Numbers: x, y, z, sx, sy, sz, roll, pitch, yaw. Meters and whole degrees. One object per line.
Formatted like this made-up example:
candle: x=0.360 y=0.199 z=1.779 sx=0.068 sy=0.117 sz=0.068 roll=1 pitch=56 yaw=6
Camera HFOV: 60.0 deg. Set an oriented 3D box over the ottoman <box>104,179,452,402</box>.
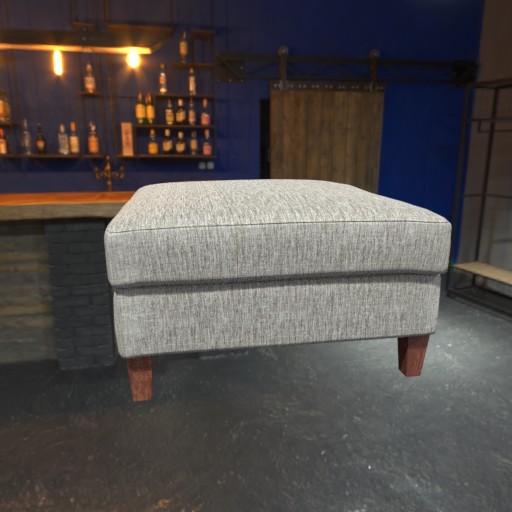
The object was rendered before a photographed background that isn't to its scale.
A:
ottoman: x=0.000 y=0.000 z=1.519 sx=0.839 sy=0.492 sz=0.994 roll=-2 pitch=14 yaw=-9
